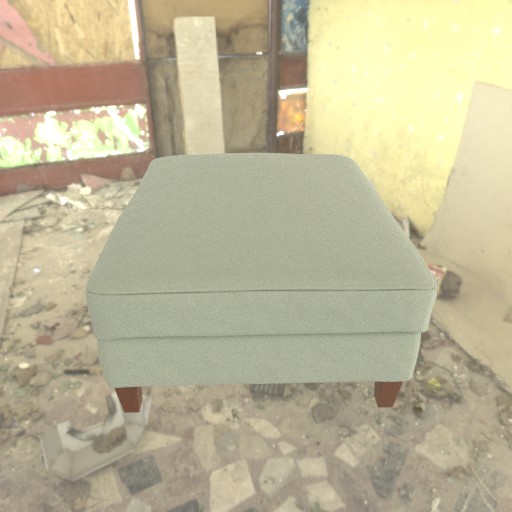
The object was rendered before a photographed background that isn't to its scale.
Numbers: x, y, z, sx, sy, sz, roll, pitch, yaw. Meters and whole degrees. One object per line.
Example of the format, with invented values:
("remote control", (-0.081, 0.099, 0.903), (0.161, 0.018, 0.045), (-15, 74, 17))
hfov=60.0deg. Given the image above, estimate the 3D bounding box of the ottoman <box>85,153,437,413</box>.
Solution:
("ottoman", (0.000, 0.000, 1.523), (0.842, 0.494, 0.991), (-1, 31, -1))
